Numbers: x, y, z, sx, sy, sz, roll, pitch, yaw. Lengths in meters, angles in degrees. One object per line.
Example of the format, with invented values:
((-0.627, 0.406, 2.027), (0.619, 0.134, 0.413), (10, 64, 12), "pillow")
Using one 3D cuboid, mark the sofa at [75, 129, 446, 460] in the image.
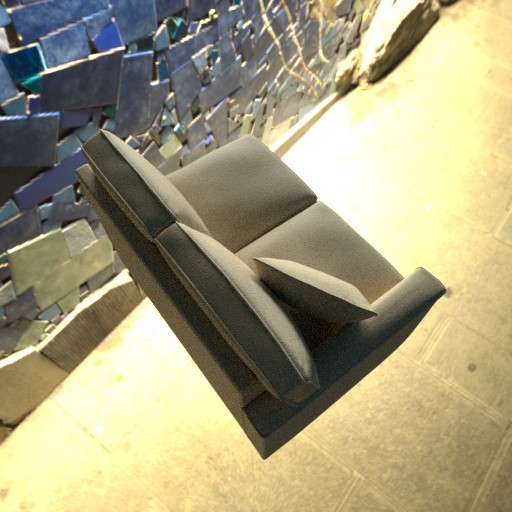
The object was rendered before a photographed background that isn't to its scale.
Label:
((0.000, 0.000, 2.097), (0.991, 0.989, 1.388), (-33, 64, -19), "sofa")
